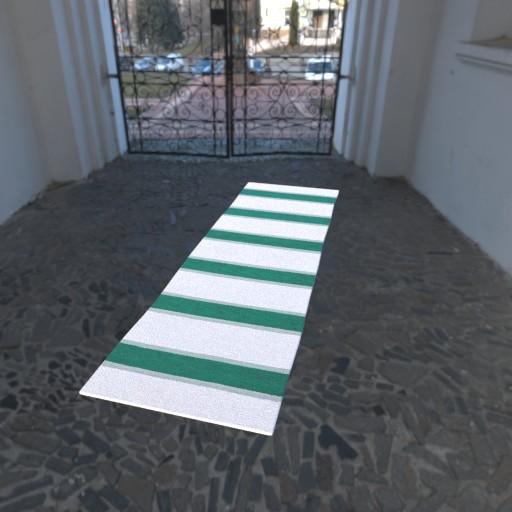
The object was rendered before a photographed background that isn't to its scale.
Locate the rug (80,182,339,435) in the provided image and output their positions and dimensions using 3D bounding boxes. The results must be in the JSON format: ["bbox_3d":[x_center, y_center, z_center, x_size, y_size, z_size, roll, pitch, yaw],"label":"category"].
[{"bbox_3d":[0.000,0.000,2.649,0.768,0.012,2.438,7,30,13],"label":"rug"}]
